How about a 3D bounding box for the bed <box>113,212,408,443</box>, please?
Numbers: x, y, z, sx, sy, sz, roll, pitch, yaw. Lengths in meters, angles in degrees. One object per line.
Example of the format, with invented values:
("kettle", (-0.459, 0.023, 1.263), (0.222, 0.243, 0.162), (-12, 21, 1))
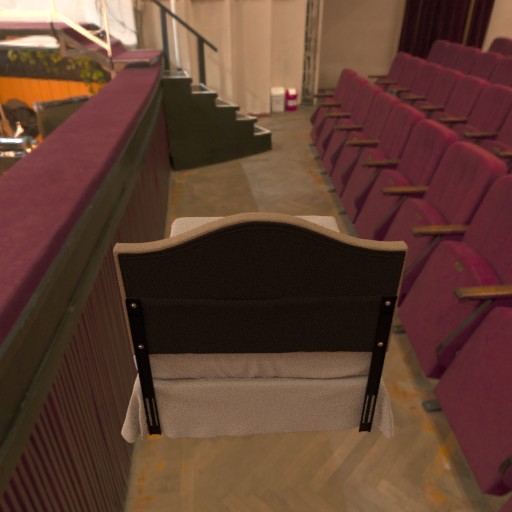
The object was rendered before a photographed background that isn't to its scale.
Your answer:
("bed", (0.000, 0.000, 3.559), (1.876, 1.645, 2.221), (0, 30, -1))
